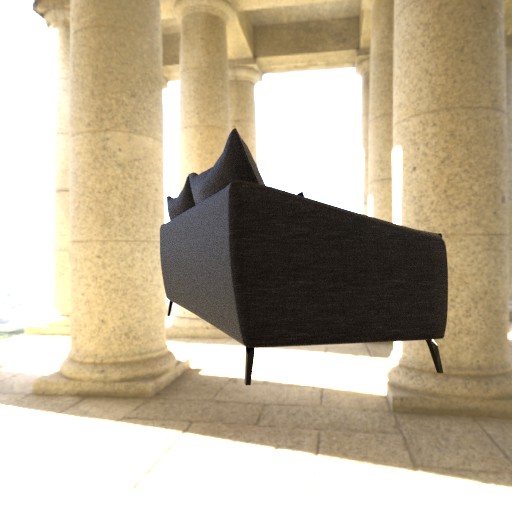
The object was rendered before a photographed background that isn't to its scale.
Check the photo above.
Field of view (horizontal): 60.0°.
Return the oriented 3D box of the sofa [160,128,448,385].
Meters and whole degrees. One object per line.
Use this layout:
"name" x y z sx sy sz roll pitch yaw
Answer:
"sofa" 0.000 0.000 2.393 0.807 0.843 2.019 0 -1 -19
